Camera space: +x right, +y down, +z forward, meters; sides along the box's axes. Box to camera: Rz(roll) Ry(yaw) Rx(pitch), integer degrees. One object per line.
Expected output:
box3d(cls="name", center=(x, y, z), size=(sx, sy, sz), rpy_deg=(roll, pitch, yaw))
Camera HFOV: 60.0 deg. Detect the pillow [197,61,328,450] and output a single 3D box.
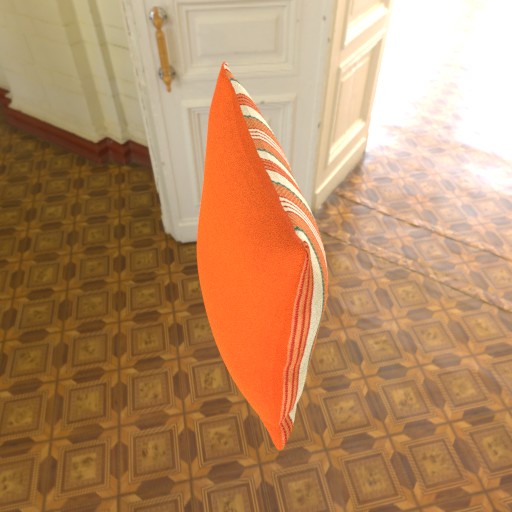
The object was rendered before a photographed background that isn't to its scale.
box3d(cls="pillow", center=(0.000, 0.000, 0.691), size=(0.182, 0.441, 0.440), rpy_deg=(-9, 47, -9))
